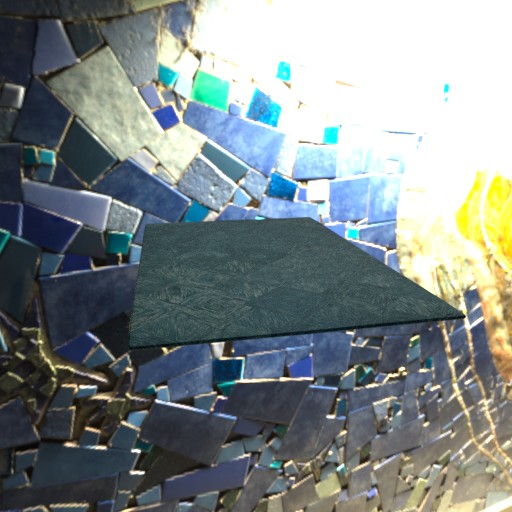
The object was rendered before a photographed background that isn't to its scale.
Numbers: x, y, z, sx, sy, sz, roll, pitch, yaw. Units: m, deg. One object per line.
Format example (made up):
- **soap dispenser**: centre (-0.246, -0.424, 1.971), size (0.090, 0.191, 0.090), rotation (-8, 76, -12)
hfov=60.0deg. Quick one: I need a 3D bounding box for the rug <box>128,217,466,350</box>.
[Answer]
- **rug**: centre (0.000, 0.000, 2.220), size (1.136, 0.017, 1.728), rotation (-3, 17, -11)
